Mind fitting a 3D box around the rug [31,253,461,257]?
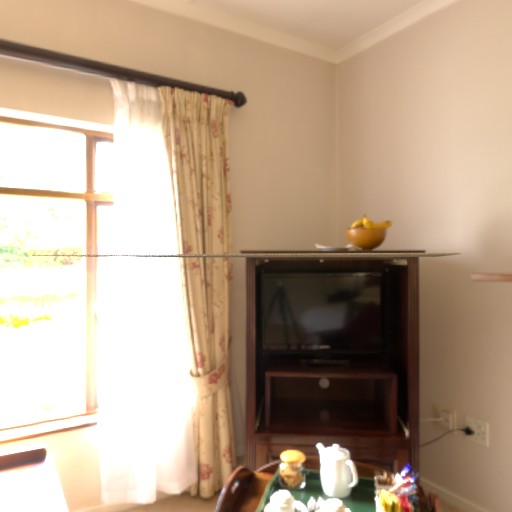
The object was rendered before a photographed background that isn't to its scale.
[{"bbox_3d":[0.000,0.000,3.071,2.438,0.008,1.523,0,-1,19],"label":"rug"}]
